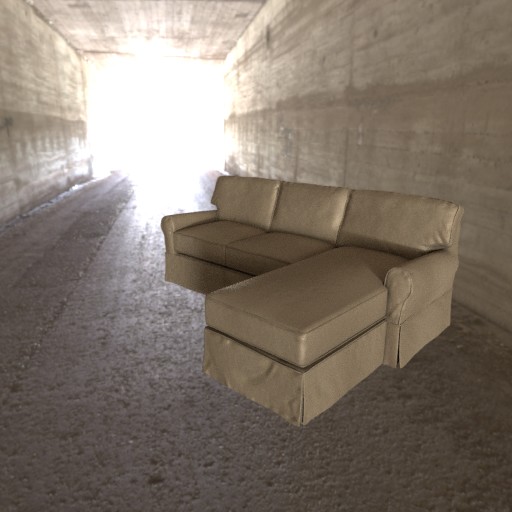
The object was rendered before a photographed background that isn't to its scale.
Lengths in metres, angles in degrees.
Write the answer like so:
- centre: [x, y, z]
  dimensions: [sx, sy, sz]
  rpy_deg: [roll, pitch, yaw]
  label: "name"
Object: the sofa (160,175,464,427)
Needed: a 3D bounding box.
- centre: [0.000, 0.000, 3.380]
  dimensions: [2.475, 0.978, 1.733]
  rpy_deg: [15, 22, 41]
  label: "sofa"
